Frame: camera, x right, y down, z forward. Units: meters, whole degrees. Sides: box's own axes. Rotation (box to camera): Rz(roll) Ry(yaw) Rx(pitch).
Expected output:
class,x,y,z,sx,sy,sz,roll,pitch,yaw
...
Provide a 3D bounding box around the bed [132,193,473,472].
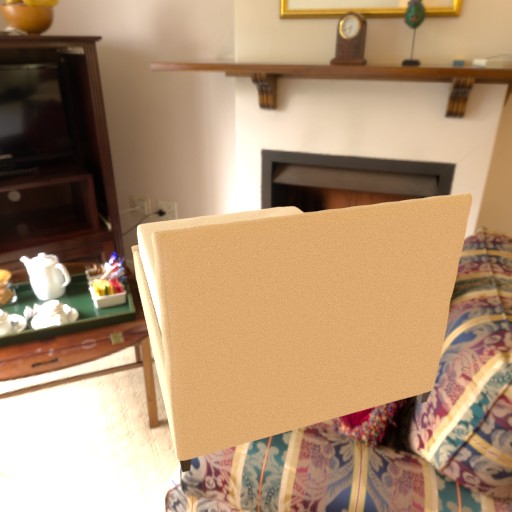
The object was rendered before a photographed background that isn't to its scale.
class,x,y,z,sx,sy,sz,roll,pitch,yaw
bed,0.000,0.000,3.321,1.696,1.426,2.233,-9,26,-18
